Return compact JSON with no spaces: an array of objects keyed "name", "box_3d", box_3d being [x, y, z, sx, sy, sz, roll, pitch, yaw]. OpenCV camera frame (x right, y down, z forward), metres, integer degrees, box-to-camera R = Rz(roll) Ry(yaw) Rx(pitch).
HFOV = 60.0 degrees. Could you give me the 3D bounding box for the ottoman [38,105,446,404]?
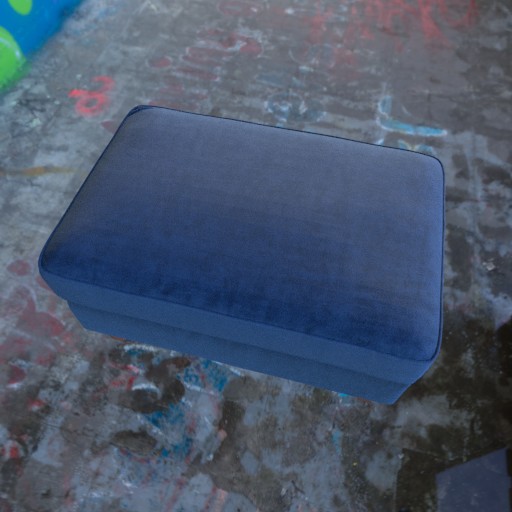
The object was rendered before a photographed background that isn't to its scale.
[{"name":"ottoman","box_3d":[0.000,0.000,1.199,0.862,0.484,0.583,12,58,8]}]
